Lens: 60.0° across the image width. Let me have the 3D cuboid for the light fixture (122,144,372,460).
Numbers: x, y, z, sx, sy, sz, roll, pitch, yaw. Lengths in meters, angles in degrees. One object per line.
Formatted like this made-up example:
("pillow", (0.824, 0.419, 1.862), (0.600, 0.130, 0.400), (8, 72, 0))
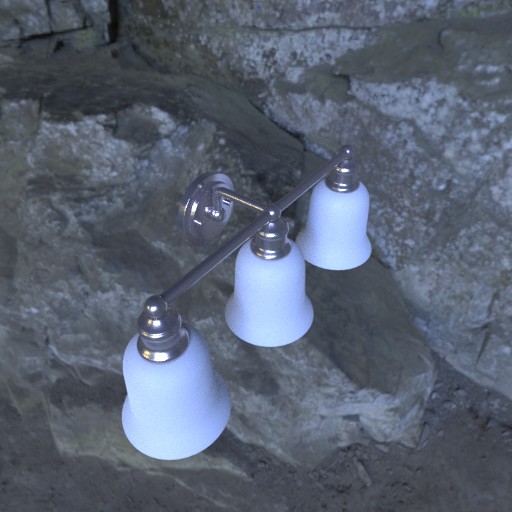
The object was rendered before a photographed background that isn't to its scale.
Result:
("light fixture", (0.000, 0.000, 0.667), (0.198, 0.211, 0.570), (26, 47, 27))
